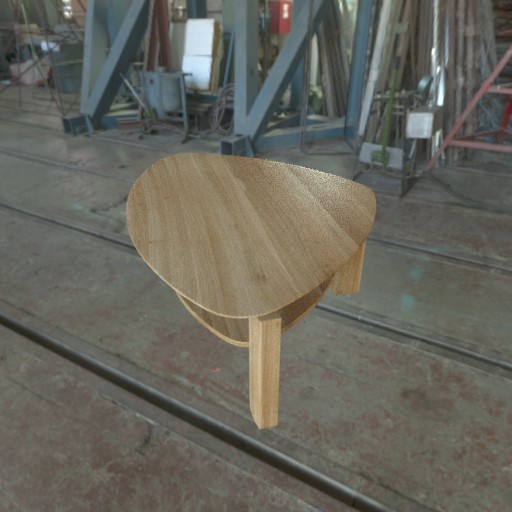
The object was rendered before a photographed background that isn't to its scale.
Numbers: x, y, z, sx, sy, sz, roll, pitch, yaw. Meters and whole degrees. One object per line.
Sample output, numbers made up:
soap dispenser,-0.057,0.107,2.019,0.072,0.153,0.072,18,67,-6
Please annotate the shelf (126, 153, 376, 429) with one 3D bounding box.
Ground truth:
shelf,0.000,0.000,1.628,0.863,0.439,1.240,-8,31,-13
